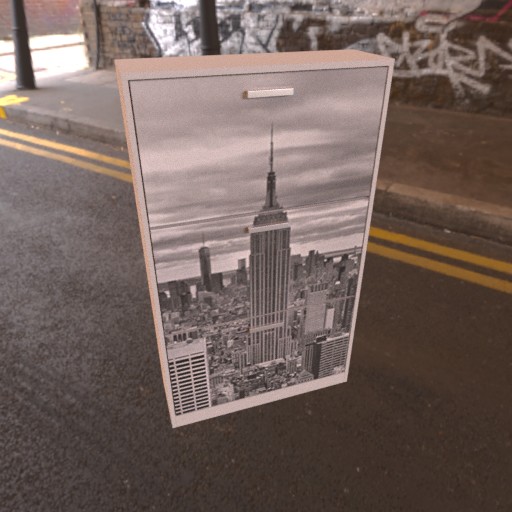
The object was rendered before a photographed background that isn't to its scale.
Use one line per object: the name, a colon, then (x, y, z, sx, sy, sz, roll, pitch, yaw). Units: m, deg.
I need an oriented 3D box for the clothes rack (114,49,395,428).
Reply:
clothes rack: (0.000, 0.000, 1.566, 0.750, 1.280, 0.250, -10, 33, -16)
